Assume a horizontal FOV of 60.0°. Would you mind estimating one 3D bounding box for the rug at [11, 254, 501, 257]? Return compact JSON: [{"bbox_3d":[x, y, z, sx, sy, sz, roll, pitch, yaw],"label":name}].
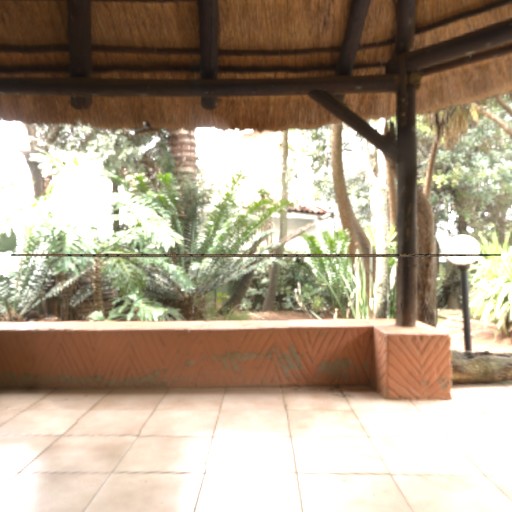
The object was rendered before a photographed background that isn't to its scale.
[{"bbox_3d":[0.000,0.000,2.258,1.828,0.007,1.220,0,0,0],"label":"rug"}]
